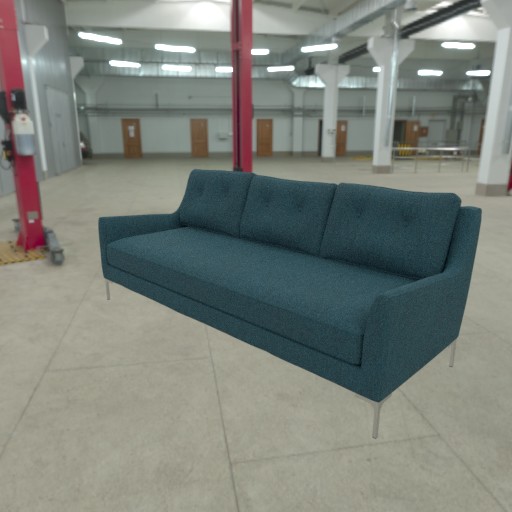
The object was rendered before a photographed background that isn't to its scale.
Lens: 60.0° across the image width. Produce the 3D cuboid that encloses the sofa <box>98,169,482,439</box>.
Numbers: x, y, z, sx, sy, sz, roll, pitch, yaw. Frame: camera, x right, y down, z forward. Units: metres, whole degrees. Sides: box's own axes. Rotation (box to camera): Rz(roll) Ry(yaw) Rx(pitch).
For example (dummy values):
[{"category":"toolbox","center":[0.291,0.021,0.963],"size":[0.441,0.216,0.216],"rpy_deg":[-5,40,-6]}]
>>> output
[{"category":"sofa","center":[0.000,0.000,2.472],"size":[2.060,0.837,0.849],"rpy_deg":[15,22,42]}]
